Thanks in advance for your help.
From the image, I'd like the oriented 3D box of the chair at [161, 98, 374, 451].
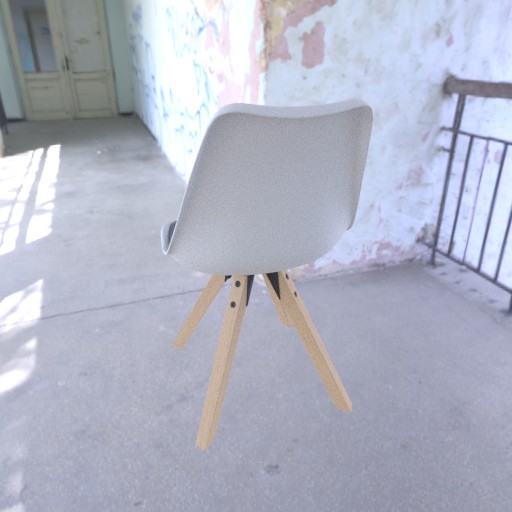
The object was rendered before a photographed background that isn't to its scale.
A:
[{"bbox_3d":[0.000,0.000,1.187,0.485,0.850,0.550,-8,27,-16],"label":"chair"}]
